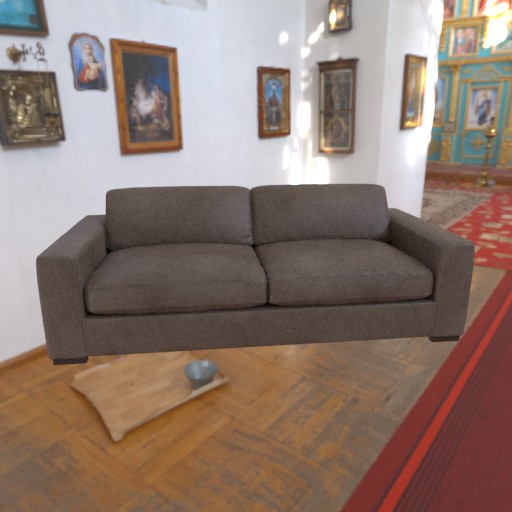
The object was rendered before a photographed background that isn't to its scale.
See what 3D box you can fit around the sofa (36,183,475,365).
[{"bbox_3d":[0.000,0.000,2.761,2.262,0.801,1.070,-2,17,-7],"label":"sofa"}]
